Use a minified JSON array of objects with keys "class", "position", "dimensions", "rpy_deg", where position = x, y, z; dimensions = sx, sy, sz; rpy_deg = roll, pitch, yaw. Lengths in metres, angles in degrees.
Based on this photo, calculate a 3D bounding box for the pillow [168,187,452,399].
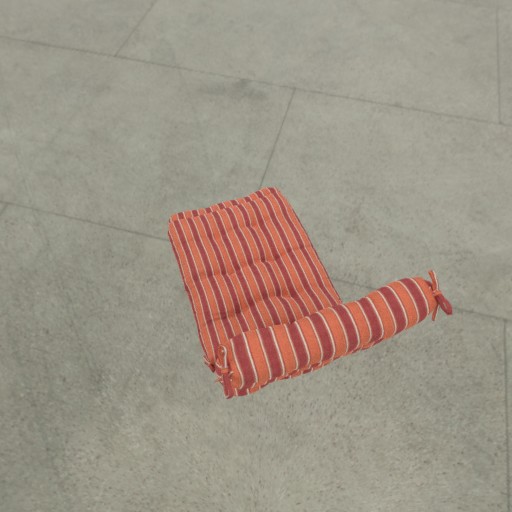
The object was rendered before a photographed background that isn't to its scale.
[{"class":"pillow","position":[0.000,0.000,1.461],"dimensions":[0.526,0.863,1.016],"rpy_deg":[-17,60,-10]}]
